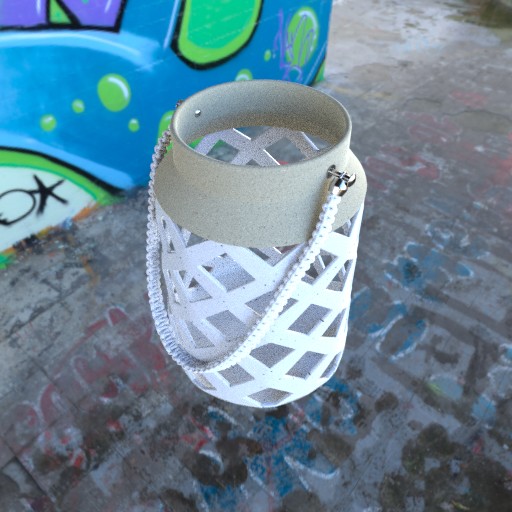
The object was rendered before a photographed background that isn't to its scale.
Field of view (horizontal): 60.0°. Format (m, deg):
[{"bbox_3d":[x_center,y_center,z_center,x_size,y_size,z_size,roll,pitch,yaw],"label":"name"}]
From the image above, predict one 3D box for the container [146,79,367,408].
[{"bbox_3d":[0.000,0.000,0.398,0.188,0.264,0.198,31,53,27],"label":"container"}]
